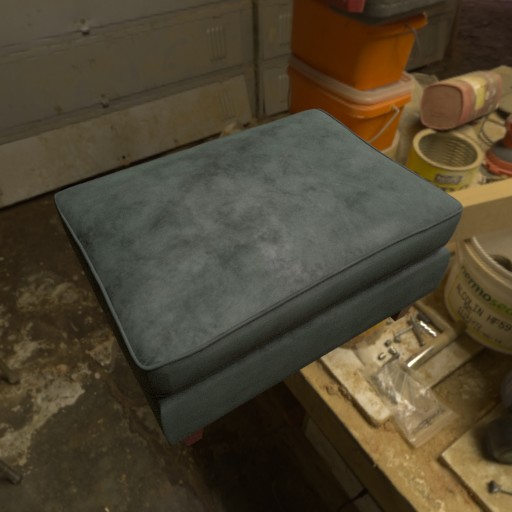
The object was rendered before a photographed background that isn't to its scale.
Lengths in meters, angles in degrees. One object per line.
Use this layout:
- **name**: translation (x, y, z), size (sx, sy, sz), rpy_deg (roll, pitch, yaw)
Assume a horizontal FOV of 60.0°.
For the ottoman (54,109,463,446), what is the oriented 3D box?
- **ottoman**: translation (0.000, 0.000, 1.240), size (0.864, 0.495, 0.632), rpy_deg (-24, 51, -22)
